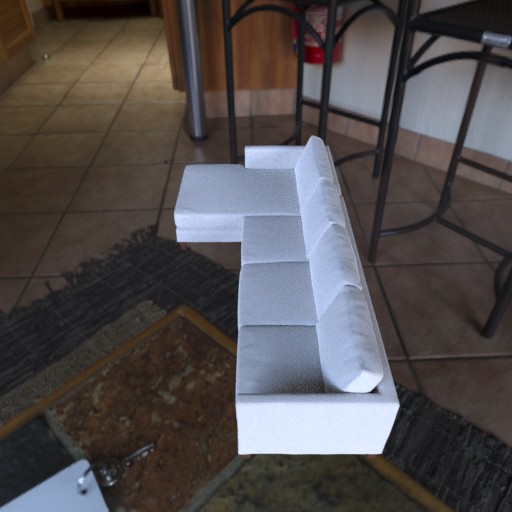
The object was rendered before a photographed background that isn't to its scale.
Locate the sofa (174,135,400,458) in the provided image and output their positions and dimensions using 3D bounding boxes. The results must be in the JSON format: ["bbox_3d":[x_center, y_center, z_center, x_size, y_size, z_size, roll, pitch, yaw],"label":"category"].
[{"bbox_3d":[0.000,0.000,3.842,1.625,0.861,3.186,0,40,0],"label":"sofa"}]
